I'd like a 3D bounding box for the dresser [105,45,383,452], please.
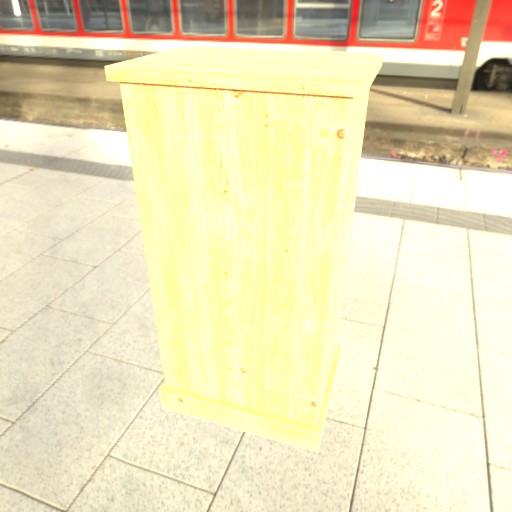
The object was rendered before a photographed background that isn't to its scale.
[{"bbox_3d":[0.000,0.000,1.273,0.531,1.041,0.390,10,33,15],"label":"dresser"}]
